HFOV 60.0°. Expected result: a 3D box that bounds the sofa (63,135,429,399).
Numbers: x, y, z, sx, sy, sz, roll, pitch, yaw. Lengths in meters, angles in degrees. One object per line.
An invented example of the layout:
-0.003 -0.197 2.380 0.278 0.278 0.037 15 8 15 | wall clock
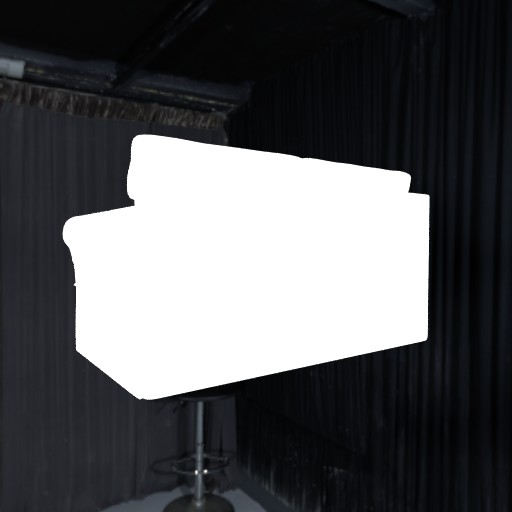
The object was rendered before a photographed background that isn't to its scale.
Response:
0.000 0.000 2.351 1.727 0.940 0.991 -1 2 -35 | sofa
